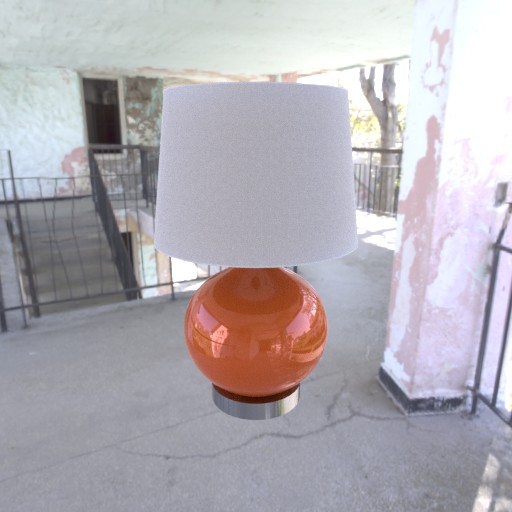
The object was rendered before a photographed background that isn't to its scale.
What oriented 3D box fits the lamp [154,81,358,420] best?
[{"bbox_3d":[0.000,0.000,0.553,0.247,0.387,0.247,0,15,0],"label":"lamp"}]
